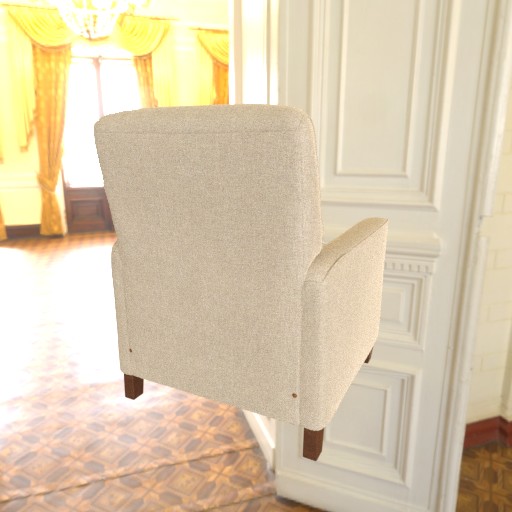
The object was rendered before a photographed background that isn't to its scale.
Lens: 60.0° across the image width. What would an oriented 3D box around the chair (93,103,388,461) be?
[{"bbox_3d":[0.000,0.000,1.652,0.845,1.023,0.859,7,17,26],"label":"chair"}]
